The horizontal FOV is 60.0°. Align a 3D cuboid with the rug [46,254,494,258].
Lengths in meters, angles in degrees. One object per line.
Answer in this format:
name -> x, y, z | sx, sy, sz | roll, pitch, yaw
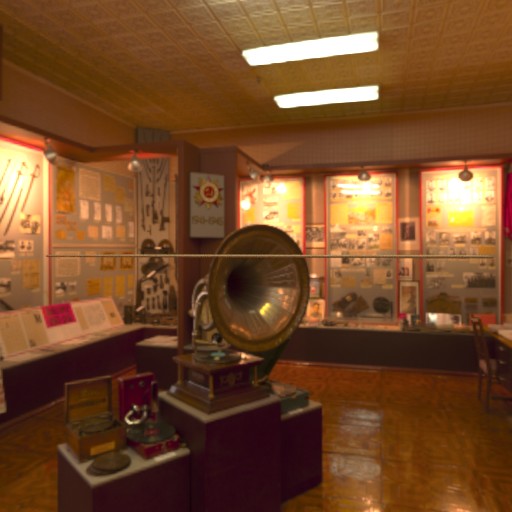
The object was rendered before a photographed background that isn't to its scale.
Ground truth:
rug -> 0.000, 0.000, 2.684 | 2.448, 0.012, 0.769 | 0, 0, 18
